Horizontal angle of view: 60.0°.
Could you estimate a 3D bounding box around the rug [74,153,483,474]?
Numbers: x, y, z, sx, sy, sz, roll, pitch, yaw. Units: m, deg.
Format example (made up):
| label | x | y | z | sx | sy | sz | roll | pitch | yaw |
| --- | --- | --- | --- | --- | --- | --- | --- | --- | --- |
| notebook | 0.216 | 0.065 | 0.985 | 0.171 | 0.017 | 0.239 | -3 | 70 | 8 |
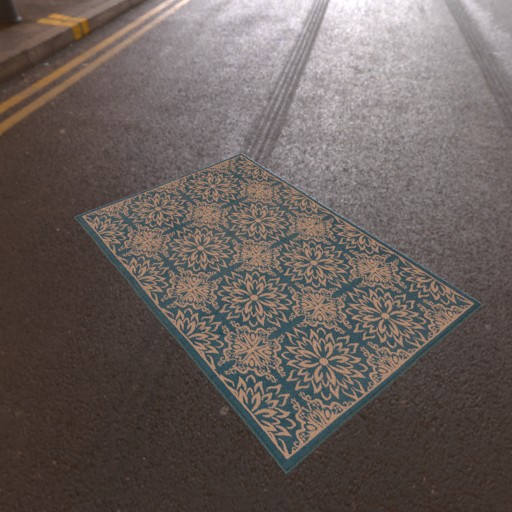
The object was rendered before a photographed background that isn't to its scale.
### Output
| label | x | y | z | sx | sy | sz | roll | pitch | yaw |
| --- | --- | --- | --- | --- | --- | --- | --- | --- | --- |
| rug | 0.000 | 0.000 | 2.289 | 1.211 | 0.012 | 1.833 | -28 | 48 | -28 |
